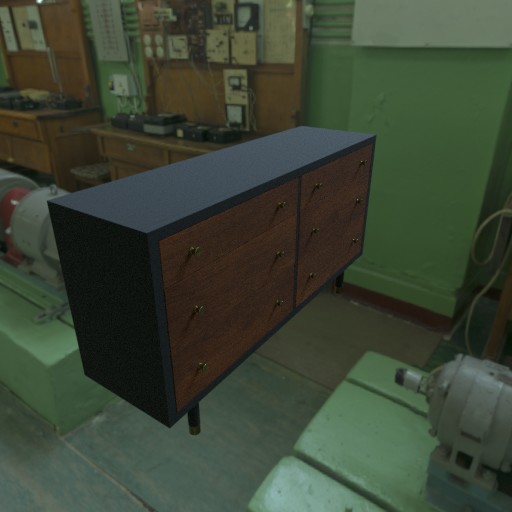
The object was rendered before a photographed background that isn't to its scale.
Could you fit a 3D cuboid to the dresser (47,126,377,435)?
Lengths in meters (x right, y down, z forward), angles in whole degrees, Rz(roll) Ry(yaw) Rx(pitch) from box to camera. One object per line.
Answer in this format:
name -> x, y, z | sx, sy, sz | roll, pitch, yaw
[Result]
dresser -> 0.000, 0.000, 1.991 | 0.463, 0.872, 1.558 | 17, 31, 31
